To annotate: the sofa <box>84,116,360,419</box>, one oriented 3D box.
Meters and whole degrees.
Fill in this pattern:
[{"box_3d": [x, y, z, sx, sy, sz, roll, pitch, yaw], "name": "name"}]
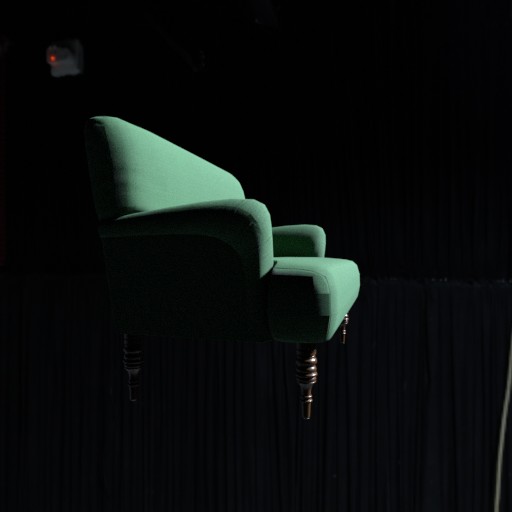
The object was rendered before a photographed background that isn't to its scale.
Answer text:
[{"box_3d": [0.000, 0.000, 1.822, 0.779, 0.889, 1.297, 0, 0, 16], "name": "sofa"}]
